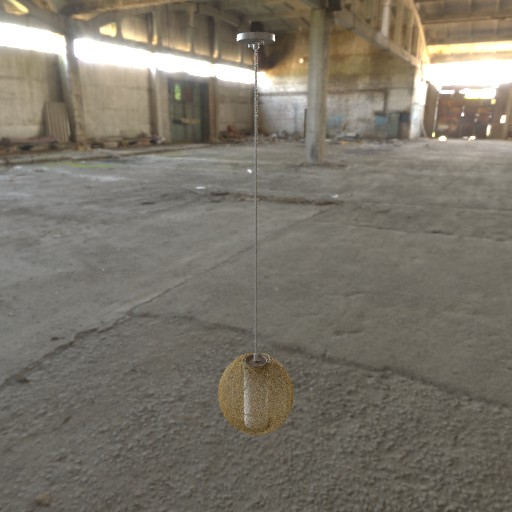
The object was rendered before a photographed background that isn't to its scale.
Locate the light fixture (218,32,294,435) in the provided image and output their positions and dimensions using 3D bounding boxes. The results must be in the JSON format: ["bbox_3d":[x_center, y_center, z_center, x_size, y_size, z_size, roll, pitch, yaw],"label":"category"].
[{"bbox_3d":[0.000,0.000,2.166,0.407,1.955,0.406,9,19,26],"label":"light fixture"}]
